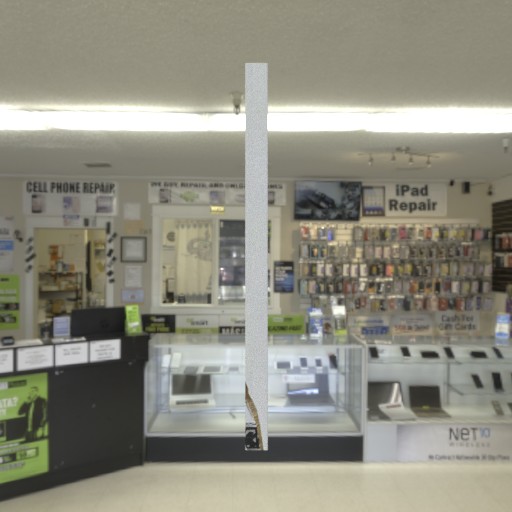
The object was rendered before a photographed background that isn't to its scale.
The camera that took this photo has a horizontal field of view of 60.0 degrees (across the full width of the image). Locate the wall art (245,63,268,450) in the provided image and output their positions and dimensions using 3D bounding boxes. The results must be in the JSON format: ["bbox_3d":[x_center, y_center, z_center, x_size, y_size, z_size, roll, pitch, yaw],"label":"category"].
[{"bbox_3d":[0.000,0.000,1.136,0.038,0.601,0.898,0,0,0],"label":"wall art"}]
